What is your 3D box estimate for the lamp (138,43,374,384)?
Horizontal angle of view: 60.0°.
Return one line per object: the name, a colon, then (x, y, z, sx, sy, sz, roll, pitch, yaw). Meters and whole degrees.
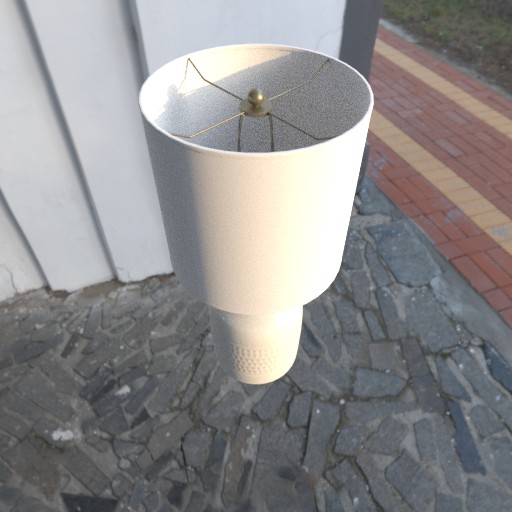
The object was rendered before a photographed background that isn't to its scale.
lamp: (0.000, 0.000, 0.501, 0.188, 0.392, 0.188, -3, 47, -3)
